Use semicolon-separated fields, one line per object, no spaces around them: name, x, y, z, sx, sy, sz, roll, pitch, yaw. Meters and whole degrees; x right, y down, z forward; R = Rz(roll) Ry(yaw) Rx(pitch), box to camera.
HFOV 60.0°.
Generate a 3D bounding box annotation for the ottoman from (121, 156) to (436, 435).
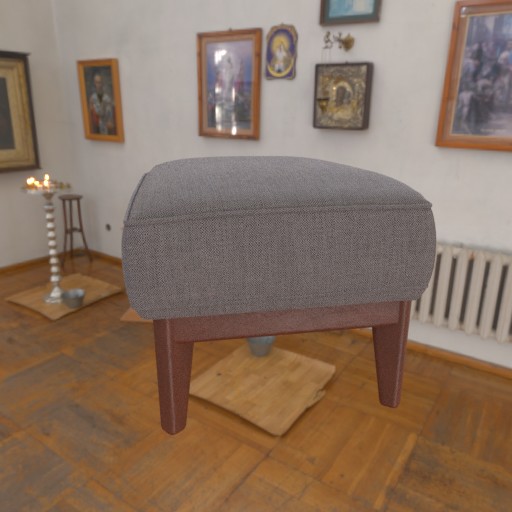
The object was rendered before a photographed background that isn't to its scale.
ottoman;0.000;0.000;1.089;0.555;0.458;0.750;-3;17;-10
